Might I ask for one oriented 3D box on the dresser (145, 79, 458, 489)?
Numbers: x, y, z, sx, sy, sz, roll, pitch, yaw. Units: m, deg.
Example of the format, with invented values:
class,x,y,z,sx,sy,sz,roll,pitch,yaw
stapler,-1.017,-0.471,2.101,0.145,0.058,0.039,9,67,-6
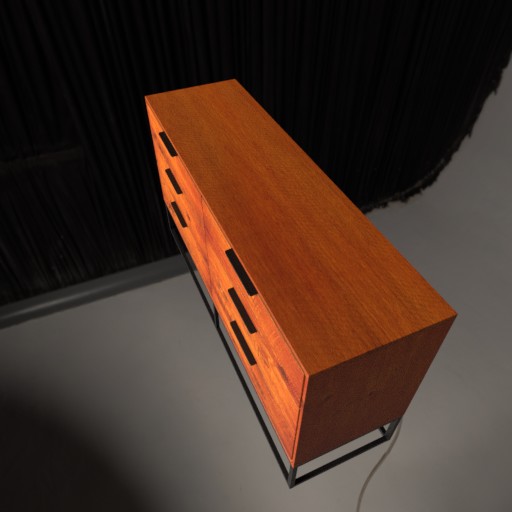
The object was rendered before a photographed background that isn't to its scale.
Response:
class,x,y,z,sx,sy,sz,roll,pitch,yaw
dresser,0.000,0.000,1.862,0.464,0.810,1.536,-18,48,-17
